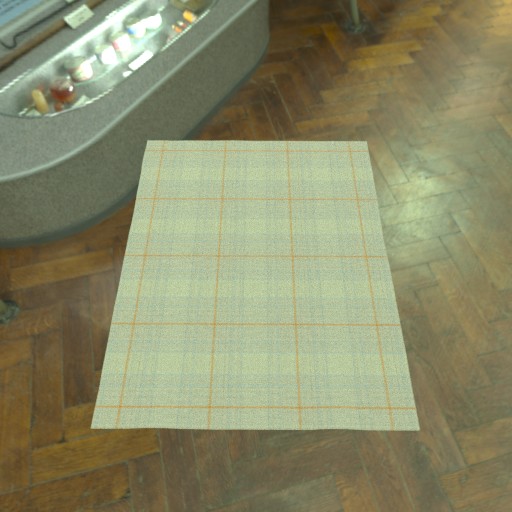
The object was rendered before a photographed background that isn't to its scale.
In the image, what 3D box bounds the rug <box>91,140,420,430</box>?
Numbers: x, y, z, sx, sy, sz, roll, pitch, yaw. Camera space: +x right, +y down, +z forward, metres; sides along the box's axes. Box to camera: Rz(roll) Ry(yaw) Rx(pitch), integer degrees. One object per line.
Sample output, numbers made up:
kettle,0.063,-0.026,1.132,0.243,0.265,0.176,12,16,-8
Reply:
rug,0.000,0.000,4.102,2.448,0.021,3.051,0,57,0
